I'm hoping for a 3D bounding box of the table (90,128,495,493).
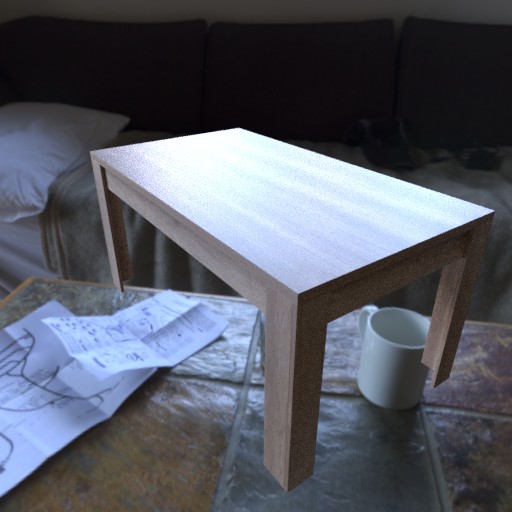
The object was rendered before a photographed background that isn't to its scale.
[{"bbox_3d":[0.000,0.000,2.065,0.900,0.775,1.600,-19,34,-31],"label":"table"}]
